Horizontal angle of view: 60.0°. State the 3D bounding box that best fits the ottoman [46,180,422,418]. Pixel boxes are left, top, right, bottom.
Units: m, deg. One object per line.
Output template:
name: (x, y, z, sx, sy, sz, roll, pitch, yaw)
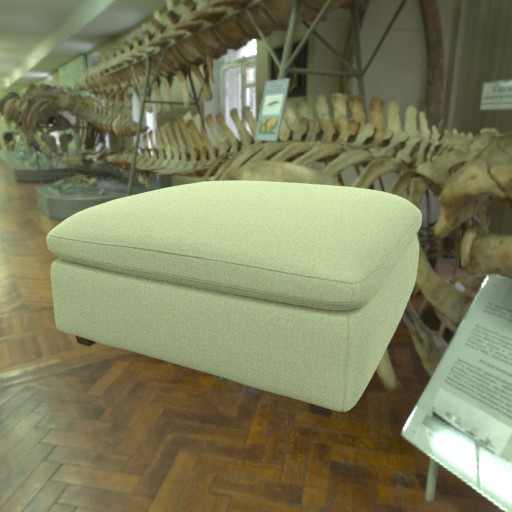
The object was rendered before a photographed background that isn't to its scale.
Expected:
ottoman: (0.000, 0.000, 1.544, 0.996, 0.467, 0.977, 8, 18, 26)
